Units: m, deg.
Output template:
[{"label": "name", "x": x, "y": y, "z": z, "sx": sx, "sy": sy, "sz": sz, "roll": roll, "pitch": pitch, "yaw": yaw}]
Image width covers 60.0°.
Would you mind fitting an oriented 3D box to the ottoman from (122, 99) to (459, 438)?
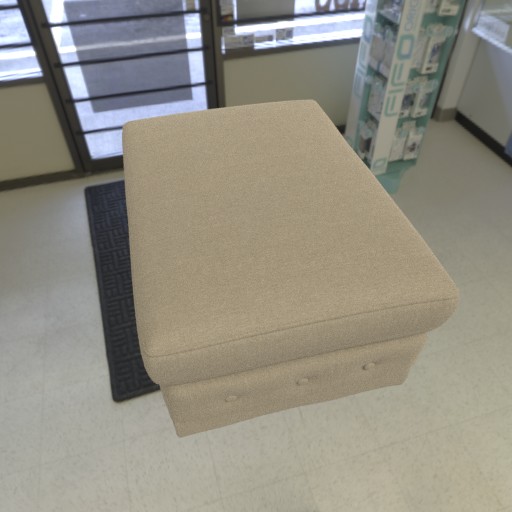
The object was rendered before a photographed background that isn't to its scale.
[{"label": "ottoman", "x": 0.000, "y": 0.000, "z": 1.127, "sx": 0.569, "sy": 0.500, "sz": 0.771, "roll": -10, "pitch": 46, "yaw": -10}]
